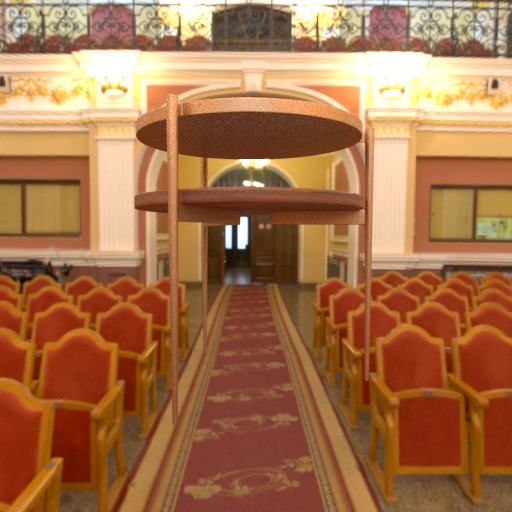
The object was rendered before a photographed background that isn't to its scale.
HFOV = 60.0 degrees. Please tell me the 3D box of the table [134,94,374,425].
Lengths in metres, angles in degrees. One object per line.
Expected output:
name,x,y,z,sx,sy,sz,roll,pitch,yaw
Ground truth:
table,0.000,0.000,0.865,0.456,0.493,0.430,0,3,0
